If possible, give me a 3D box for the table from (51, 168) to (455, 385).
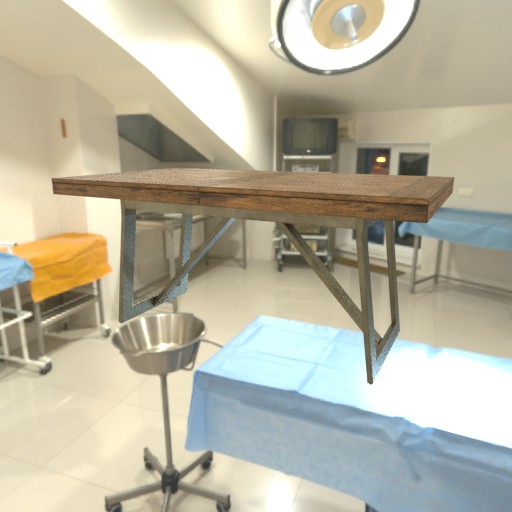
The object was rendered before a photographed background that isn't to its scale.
[{"bbox_3d":[0.000,0.000,2.168,1.641,0.757,0.931,7,16,27],"label":"table"}]
